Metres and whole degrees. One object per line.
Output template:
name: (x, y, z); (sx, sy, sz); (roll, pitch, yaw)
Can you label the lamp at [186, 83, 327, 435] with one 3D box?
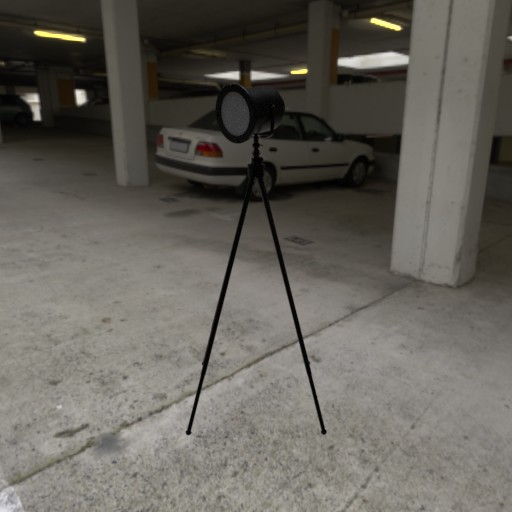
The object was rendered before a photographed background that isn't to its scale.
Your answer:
lamp: (0.000, 0.000, 2.078); (0.879, 1.504, 0.884); (15, 22, 42)
